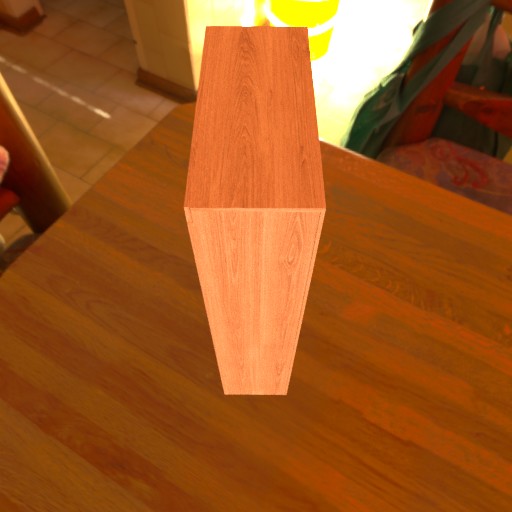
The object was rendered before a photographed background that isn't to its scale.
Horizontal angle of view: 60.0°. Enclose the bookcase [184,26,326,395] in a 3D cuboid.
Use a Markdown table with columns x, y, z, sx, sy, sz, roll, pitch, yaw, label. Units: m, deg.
| x | y | z | sx | sy | sz | roll | pitch | yaw | label |
| --- | --- | --- | --- | --- | --- | --- | --- | --- | --- |
| 0.000 | 0.000 | 2.413 | 0.420 | 2.020 | 0.950 | 0 | 58 | 0 | bookcase |
